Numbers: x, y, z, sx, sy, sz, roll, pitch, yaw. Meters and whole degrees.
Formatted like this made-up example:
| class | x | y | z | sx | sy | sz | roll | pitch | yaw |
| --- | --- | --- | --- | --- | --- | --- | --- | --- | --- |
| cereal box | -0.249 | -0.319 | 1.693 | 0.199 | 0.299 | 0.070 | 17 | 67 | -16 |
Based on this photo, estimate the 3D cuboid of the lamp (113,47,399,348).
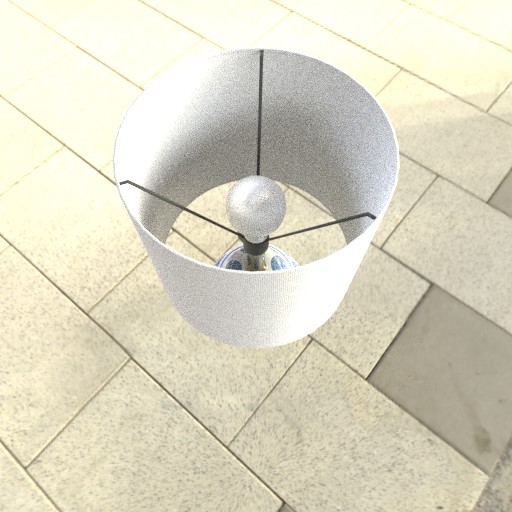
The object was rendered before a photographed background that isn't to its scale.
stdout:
| class | x | y | z | sx | sy | sz | roll | pitch | yaw |
| --- | --- | --- | --- | --- | --- | --- | --- | --- | --- |
| lamp | 0.000 | 0.000 | 0.506 | 0.215 | 0.381 | 0.215 | 35 | 69 | 16 |
